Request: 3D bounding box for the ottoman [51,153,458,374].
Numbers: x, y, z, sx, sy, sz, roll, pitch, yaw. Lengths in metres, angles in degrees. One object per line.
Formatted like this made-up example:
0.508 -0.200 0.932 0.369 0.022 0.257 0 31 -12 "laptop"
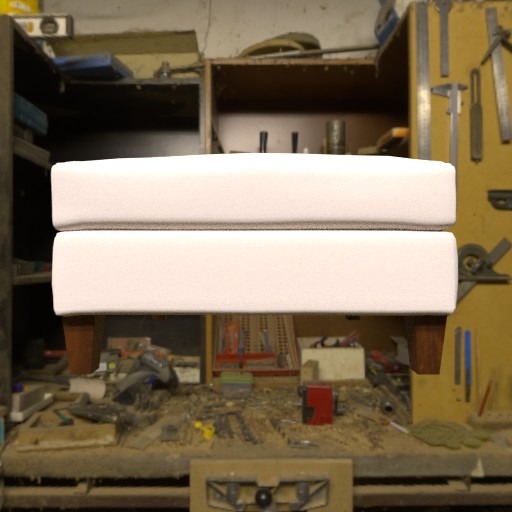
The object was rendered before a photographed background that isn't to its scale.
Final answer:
0.000 0.000 1.290 0.838 0.479 0.838 0 1 0 "ottoman"
